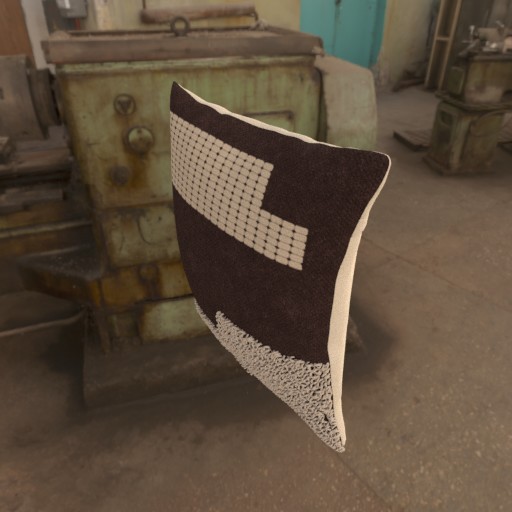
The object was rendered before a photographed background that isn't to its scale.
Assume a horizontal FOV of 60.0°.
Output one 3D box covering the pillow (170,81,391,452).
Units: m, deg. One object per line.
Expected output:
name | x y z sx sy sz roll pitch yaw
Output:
pillow | 0.000 0.000 0.721 0.178 0.473 0.475 -20 37 -29
